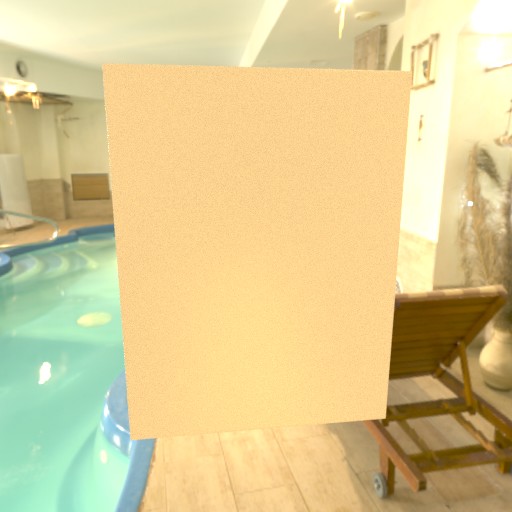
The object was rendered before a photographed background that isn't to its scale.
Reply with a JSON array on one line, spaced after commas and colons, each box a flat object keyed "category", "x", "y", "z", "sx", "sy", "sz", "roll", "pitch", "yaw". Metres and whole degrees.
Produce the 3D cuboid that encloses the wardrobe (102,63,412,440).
[{"category": "wardrobe", "x": 0.000, "y": 0.000, "z": 1.585, "sx": 0.900, "sy": 1.200, "sz": 0.360, "roll": -2, "pitch": 14, "yaw": -8}]
